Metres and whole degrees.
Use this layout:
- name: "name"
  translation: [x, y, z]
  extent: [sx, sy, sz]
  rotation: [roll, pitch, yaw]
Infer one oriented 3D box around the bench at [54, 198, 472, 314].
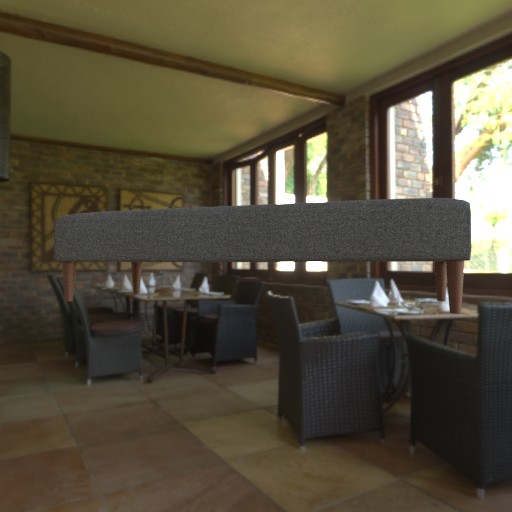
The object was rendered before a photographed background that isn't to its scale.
- name: "bench"
  translation: [0.000, 0.000, 1.888]
  extent: [1.598, 0.384, 0.631]
  rotation: [0, -1, 18]
